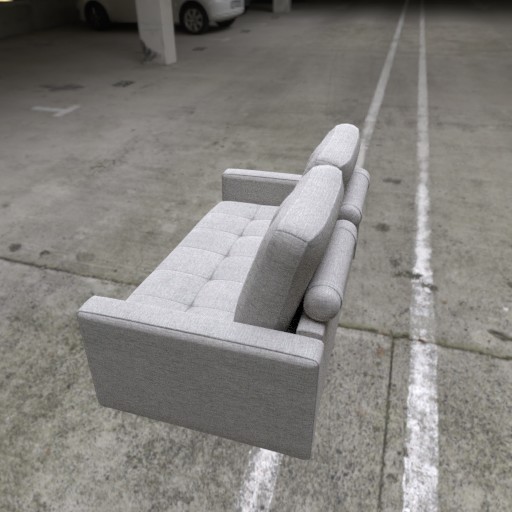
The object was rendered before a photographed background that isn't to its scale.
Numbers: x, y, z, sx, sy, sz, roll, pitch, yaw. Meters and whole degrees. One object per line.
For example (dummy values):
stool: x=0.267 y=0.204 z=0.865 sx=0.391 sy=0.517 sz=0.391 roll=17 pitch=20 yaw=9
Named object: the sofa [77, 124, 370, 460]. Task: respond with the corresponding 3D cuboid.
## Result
sofa: x=0.000 y=0.000 z=1.930 sx=0.842 sy=0.907 sz=1.407 roll=9 pitch=32 yaw=15
